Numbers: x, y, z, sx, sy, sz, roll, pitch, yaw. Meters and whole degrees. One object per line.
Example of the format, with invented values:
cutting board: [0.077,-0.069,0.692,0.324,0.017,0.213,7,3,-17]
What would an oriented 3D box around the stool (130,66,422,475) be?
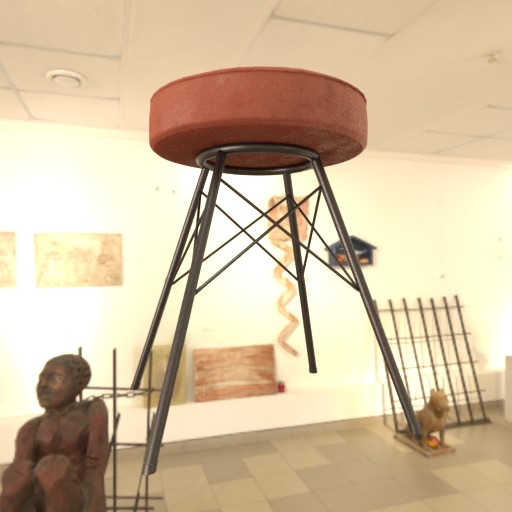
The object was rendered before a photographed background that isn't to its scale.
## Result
stool: [0.000,0.000,0.862,0.457,0.593,0.421,0,0,-18]
